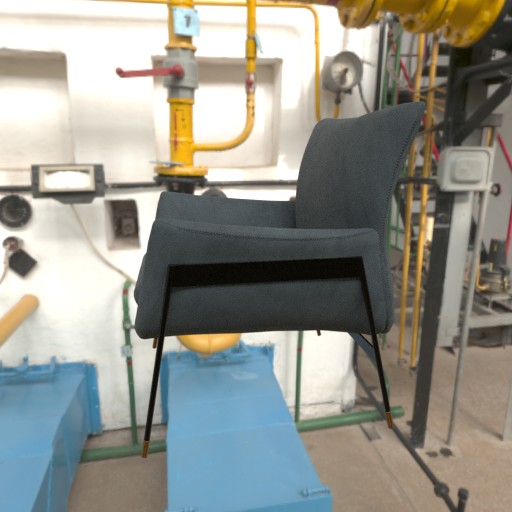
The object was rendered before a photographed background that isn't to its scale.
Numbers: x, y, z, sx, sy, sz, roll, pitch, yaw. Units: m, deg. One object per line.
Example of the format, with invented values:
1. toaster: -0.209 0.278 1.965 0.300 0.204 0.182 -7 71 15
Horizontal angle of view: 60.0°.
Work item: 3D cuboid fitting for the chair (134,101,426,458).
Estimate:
1. chair: 0.000 0.000 1.369 0.709 0.858 0.678 -2 14 -10
